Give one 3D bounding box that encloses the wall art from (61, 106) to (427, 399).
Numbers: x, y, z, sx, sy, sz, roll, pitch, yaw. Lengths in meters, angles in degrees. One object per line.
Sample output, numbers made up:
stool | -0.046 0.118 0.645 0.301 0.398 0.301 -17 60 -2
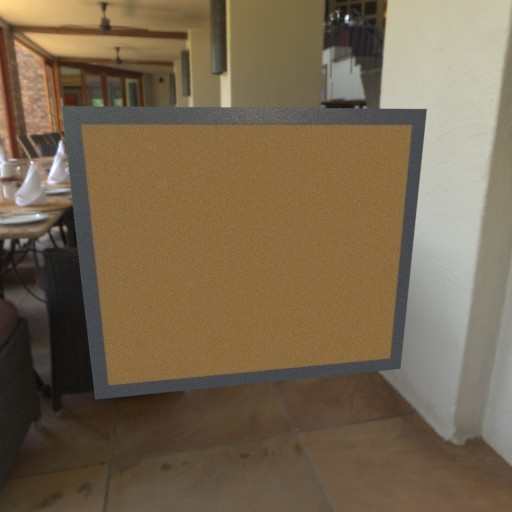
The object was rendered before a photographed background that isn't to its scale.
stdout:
wall art | 0.000 0.000 0.880 0.660 0.558 0.026 -3 16 -10
